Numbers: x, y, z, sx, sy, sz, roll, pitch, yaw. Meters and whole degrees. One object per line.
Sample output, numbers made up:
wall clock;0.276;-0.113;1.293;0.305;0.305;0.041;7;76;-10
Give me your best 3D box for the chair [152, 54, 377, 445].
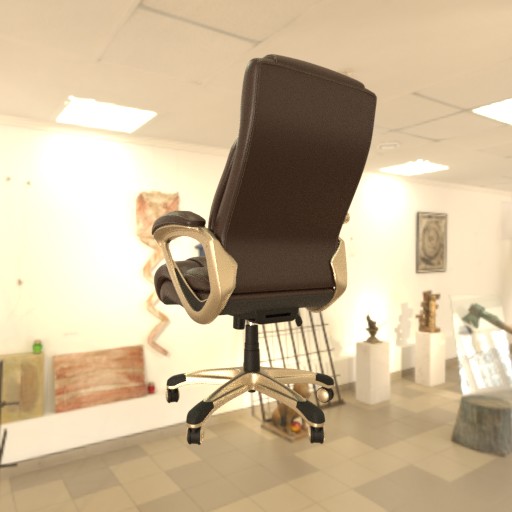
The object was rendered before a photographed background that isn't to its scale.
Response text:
chair;0.000;0.000;1.659;0.692;1.194;0.749;0;1;-35
